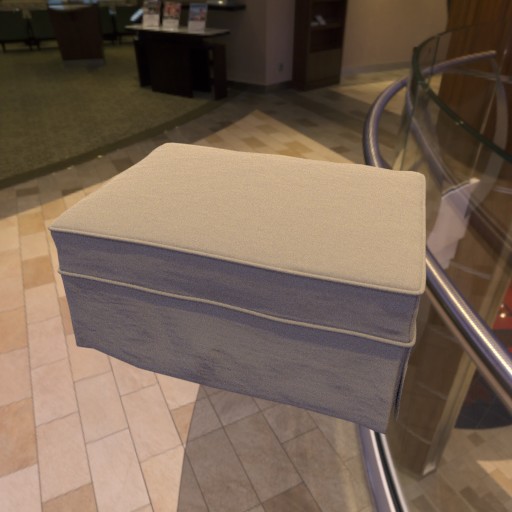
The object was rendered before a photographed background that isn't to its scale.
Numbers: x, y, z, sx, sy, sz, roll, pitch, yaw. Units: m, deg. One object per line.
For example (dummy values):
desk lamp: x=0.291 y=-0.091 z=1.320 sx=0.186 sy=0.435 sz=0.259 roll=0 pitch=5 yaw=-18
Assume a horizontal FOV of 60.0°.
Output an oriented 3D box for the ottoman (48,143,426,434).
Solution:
ottoman: x=0.000 y=0.000 z=1.332 sx=0.944 sy=0.479 sz=0.703 roll=10 pitch=34 yaw=15
